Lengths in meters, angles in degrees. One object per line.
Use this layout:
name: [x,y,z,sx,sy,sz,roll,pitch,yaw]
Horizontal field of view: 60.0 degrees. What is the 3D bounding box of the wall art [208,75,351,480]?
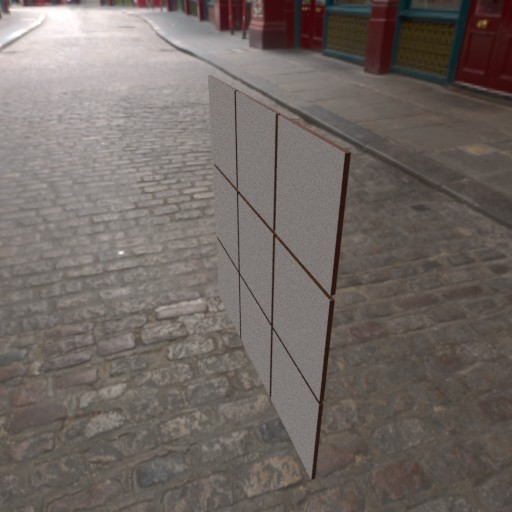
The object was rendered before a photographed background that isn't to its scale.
wall art: [0.000,0.000,1.853,0.017,1.246,1.256,-10,32,-17]
